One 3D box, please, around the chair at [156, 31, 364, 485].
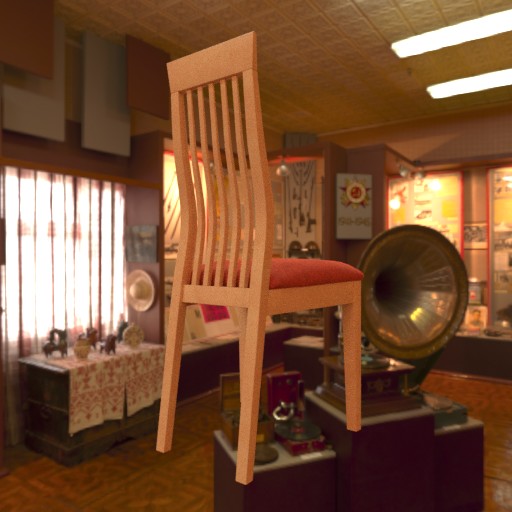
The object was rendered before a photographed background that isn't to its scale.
[{"bbox_3d":[0.000,0.000,1.260,0.460,1.027,0.474,0,0,36],"label":"chair"}]
